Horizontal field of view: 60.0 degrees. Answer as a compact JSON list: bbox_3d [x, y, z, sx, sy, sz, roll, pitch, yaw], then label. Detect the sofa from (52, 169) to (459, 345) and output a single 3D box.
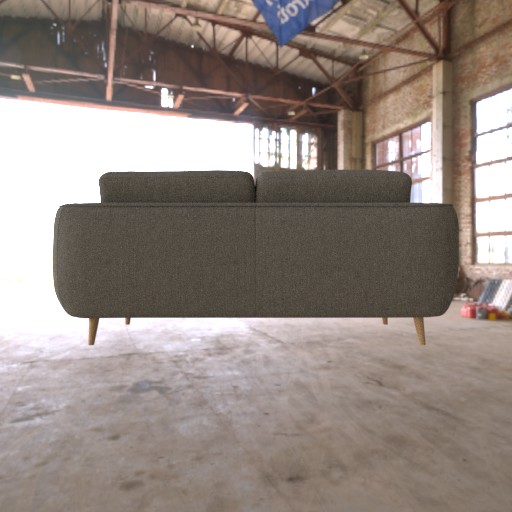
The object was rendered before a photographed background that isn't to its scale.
[{"bbox_3d":[0.000,0.000,2.490,2.000,0.870,0.920,0,0,0],"label":"sofa"}]
